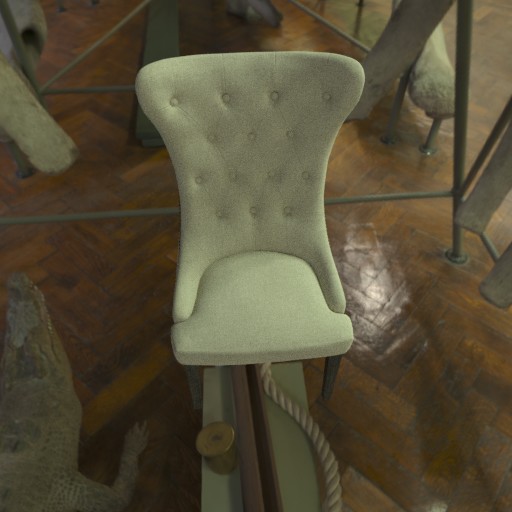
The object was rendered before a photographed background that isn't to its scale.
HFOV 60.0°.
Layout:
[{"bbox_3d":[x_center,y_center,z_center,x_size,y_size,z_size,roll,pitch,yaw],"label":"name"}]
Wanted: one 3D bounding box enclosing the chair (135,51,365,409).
[{"bbox_3d":[0.000,0.000,1.391,0.584,1.065,0.590,-3,48,-3],"label":"chair"}]
